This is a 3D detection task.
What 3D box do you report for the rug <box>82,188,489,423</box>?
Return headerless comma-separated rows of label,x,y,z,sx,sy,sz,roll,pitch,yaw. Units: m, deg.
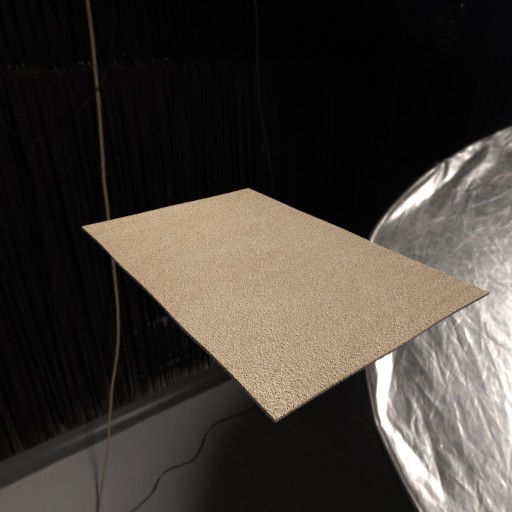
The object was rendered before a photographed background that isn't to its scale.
rug,0.000,0.000,3.389,1.800,0.025,2.699,-18,32,-32
